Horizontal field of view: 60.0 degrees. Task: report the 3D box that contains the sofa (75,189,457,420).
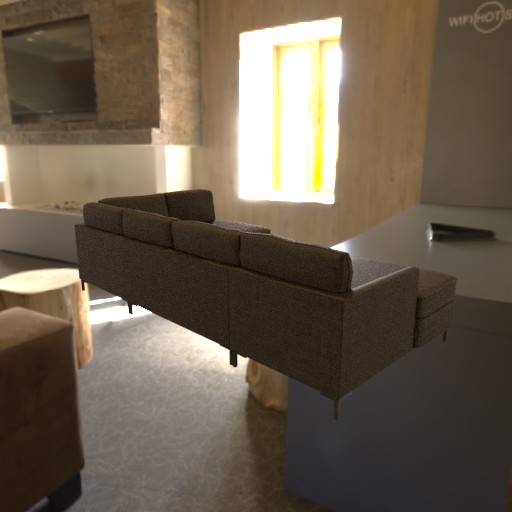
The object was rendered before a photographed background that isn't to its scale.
[{"bbox_3d":[0.000,0.000,4.252,3.423,0.999,2.048,13,19,43],"label":"sofa"}]
